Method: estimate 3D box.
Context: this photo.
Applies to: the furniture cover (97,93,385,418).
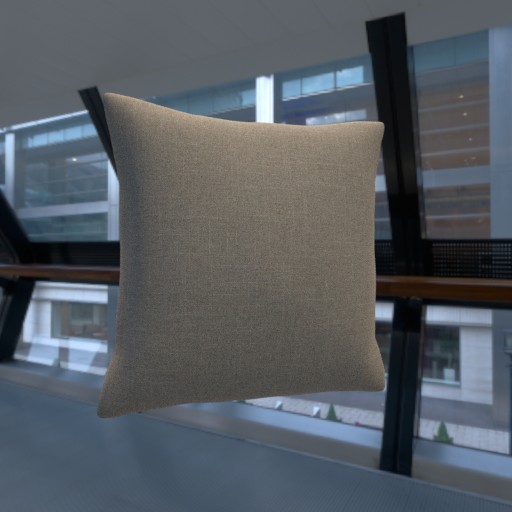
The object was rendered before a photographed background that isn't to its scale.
[{"bbox_3d":[0.000,0.000,0.762,0.512,0.506,0.178,0,-1,-17],"label":"furniture cover"}]
